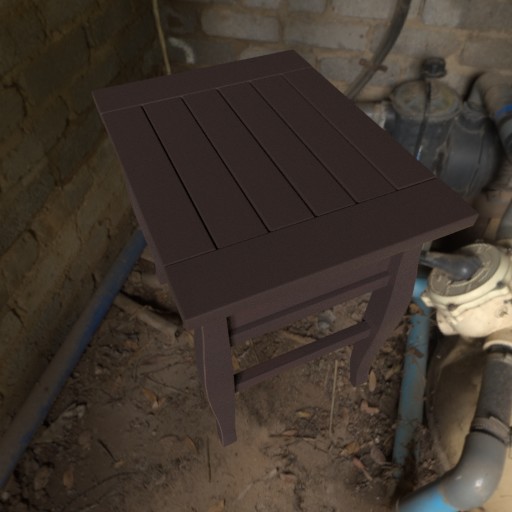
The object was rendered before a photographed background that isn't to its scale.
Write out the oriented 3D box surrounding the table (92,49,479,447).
[{"bbox_3d":[0.000,0.000,1.004,0.460,0.605,0.602,-19,51,-16],"label":"table"}]
